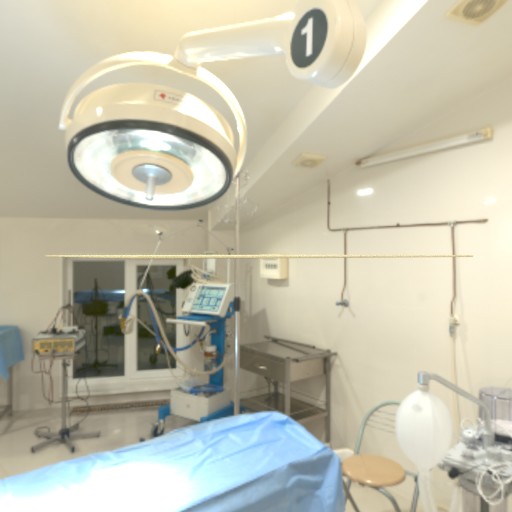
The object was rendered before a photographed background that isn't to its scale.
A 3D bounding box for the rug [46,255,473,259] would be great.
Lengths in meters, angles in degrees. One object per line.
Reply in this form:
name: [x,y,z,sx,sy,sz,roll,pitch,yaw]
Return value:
rug: [0.000,0.000,4.169,3.204,0.016,2.452,0,0,-35]
